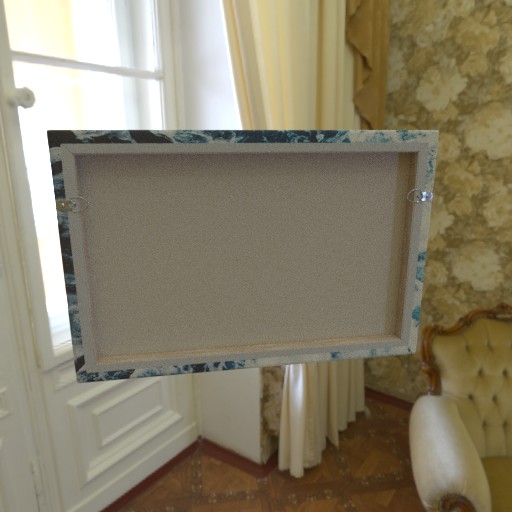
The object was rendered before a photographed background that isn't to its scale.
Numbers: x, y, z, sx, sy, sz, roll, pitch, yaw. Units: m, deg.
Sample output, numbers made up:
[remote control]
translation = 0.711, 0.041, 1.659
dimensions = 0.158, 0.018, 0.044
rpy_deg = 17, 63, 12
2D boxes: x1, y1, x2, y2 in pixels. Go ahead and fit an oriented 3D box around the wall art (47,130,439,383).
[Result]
[wall art]
translation = 0.000, 0.000, 1.116
dimensions = 0.915, 0.610, 0.042
rpy_deg = -3, 16, -9
